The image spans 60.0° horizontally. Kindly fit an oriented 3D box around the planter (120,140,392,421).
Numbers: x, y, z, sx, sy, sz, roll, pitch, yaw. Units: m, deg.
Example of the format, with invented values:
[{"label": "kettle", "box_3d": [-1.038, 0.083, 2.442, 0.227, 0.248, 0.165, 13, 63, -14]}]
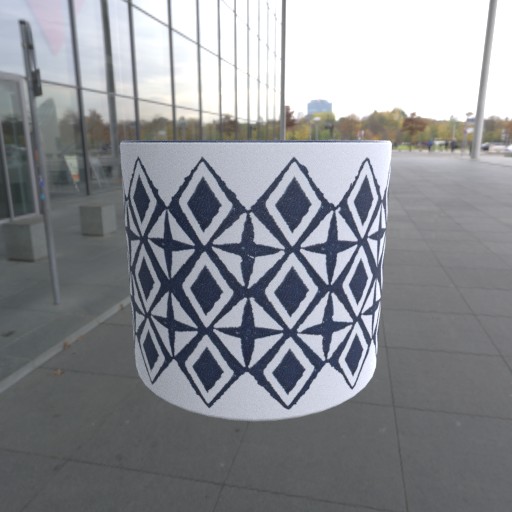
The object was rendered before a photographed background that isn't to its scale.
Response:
[{"label": "planter", "box_3d": [0.000, 0.000, 0.404, 0.224, 0.203, 0.224, 0, 14, 0]}]
